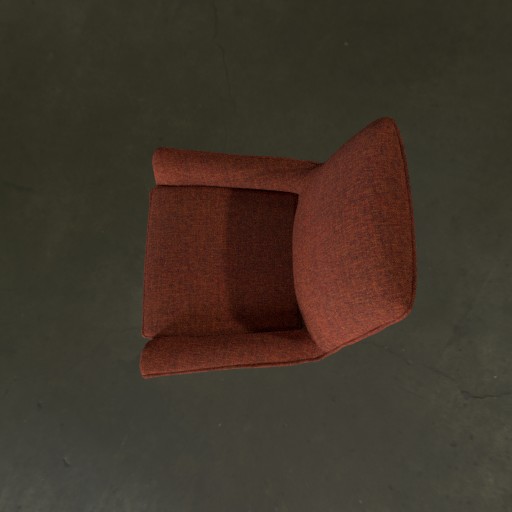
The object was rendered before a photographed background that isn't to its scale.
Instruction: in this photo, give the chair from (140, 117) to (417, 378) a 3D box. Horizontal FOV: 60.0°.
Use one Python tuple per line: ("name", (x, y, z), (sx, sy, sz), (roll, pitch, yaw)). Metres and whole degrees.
("chair", (0.000, 0.000, 1.510), (0.784, 0.911, 0.803), (0, 75, 0))
